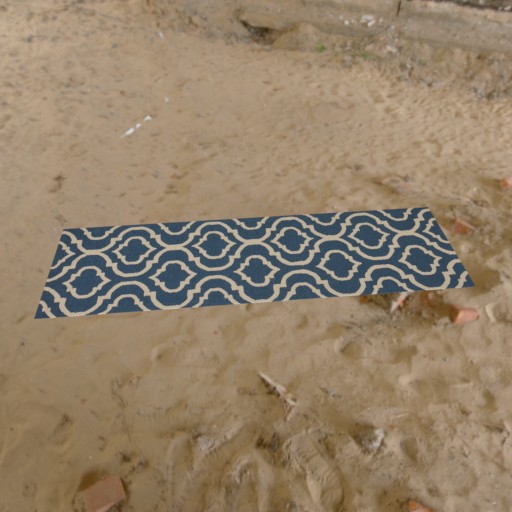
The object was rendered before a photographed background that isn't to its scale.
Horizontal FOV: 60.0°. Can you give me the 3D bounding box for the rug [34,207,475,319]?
[{"bbox_3d":[0.000,0.000,2.541,2.296,0.006,0.685,-4,45,-4],"label":"rug"}]
